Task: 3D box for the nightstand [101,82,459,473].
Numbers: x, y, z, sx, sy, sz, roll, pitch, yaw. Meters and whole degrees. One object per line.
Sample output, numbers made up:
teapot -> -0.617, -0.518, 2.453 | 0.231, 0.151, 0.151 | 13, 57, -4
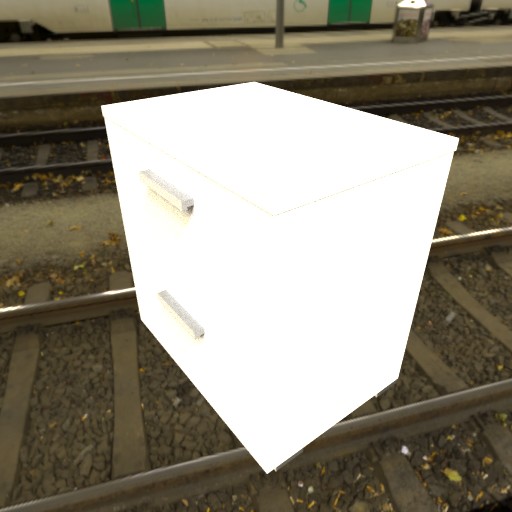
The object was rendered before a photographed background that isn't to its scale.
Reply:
nightstand -> 0.000, 0.000, 0.763 | 0.325, 0.460, 0.441 | -22, 39, -31
